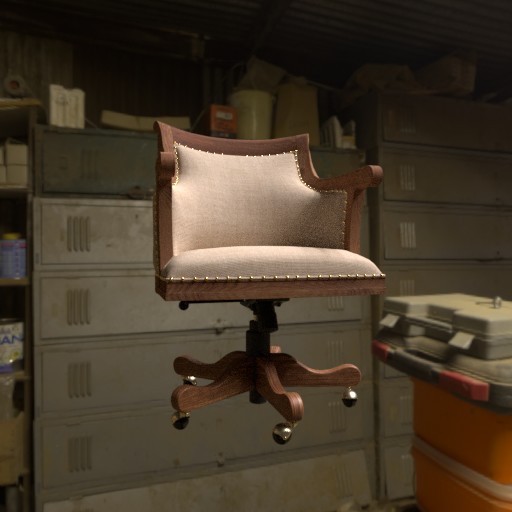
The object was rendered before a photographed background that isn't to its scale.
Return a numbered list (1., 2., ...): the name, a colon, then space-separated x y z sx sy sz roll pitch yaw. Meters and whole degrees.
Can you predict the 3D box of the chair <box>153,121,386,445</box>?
1. chair: 0.000 0.000 1.438 0.656 0.965 0.689 0 1 -17
